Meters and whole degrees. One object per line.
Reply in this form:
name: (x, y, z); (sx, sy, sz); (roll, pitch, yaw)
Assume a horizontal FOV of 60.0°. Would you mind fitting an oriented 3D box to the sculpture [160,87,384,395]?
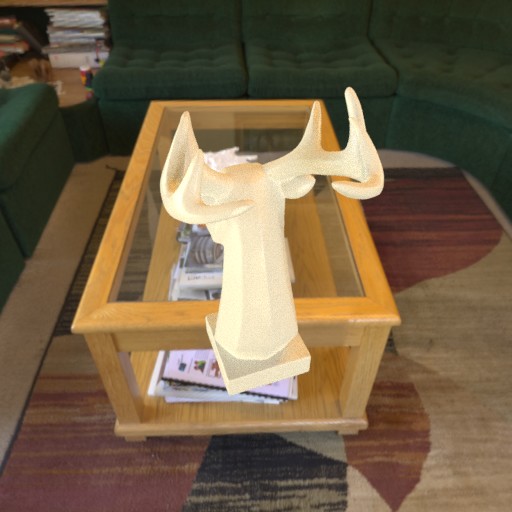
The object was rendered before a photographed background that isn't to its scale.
sculpture: (0.000, 0.000, 0.453); (0.174, 0.329, 0.224); (-13, 43, -14)
